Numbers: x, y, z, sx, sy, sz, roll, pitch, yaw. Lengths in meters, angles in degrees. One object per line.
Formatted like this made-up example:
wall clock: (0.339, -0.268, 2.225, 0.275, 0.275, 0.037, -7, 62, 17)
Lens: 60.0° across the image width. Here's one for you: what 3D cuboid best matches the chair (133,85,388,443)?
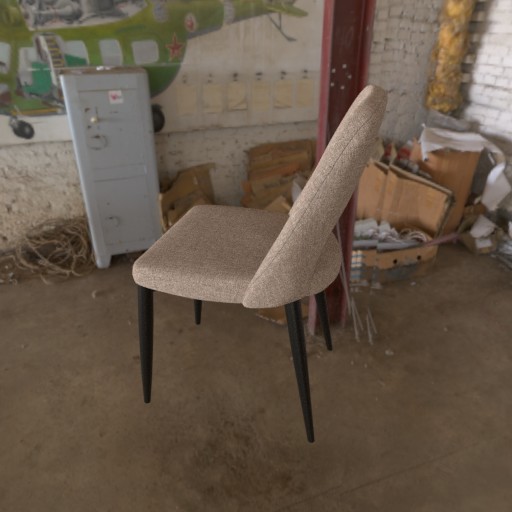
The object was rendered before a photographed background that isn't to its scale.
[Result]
chair: (0.000, 0.000, 1.280, 0.612, 0.931, 0.470, 8, 30, 14)
